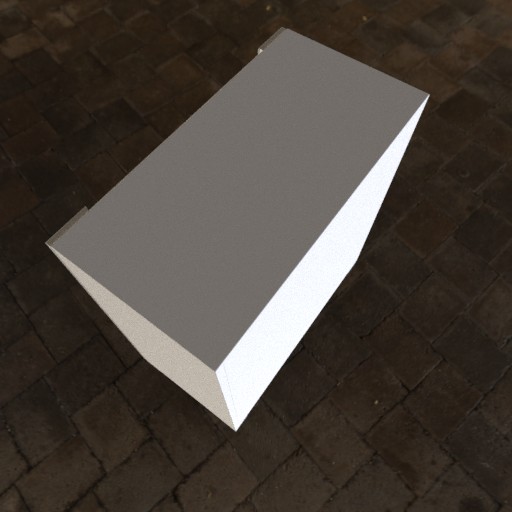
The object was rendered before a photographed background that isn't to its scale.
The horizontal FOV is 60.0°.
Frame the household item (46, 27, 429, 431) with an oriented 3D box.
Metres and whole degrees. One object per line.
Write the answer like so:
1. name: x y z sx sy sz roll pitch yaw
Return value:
1. household item: 0.000 0.000 1.328 0.420 0.870 0.800 33 67 16
